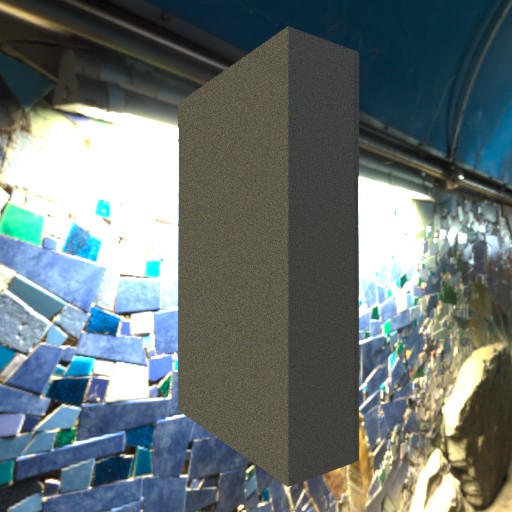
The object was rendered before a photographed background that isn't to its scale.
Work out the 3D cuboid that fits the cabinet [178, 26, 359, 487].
[{"bbox_3d":[0.000,0.000,2.721,0.480,2.160,1.250,0,0,-34],"label":"cabinet"}]
